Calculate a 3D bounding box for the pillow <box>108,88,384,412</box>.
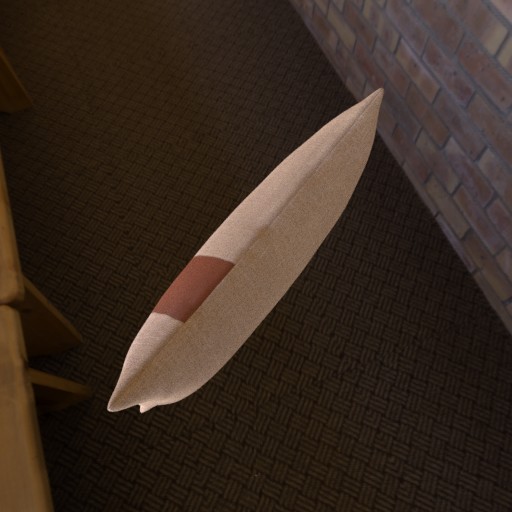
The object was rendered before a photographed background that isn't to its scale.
[{"bbox_3d":[0.000,0.000,0.732,0.155,0.282,0.612,34,68,15],"label":"pillow"}]
